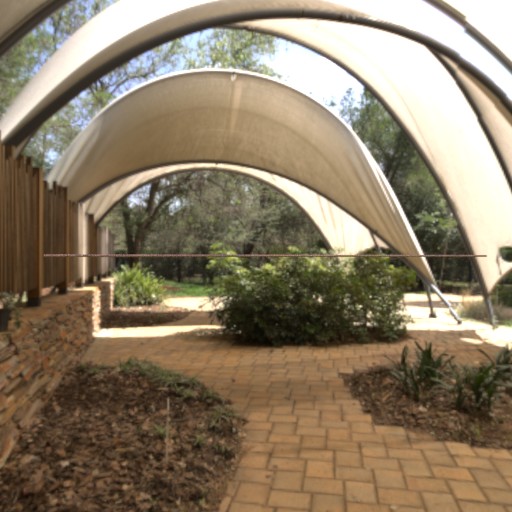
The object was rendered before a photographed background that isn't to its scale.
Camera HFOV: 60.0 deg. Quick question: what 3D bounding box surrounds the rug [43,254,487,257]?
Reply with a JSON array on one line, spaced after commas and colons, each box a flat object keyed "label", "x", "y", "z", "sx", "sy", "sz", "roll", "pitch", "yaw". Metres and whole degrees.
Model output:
[{"label": "rug", "x": 0.000, "y": 0.000, "z": 3.014, "sx": 2.439, "sy": 0.011, "sz": 1.533, "roll": 0, "pitch": 0, "yaw": -18}]
